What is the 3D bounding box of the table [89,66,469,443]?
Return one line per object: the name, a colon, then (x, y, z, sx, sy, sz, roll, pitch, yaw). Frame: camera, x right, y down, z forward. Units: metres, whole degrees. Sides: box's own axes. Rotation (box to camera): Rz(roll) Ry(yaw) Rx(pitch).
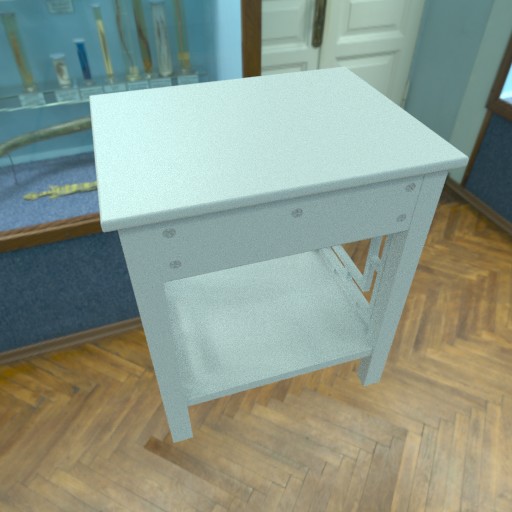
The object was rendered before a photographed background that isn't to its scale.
table: (0.000, 0.000, 1.009, 0.564, 0.646, 0.451, -12, 43, -13)
